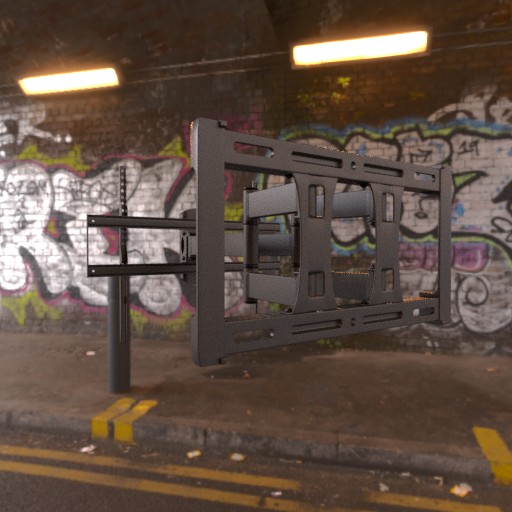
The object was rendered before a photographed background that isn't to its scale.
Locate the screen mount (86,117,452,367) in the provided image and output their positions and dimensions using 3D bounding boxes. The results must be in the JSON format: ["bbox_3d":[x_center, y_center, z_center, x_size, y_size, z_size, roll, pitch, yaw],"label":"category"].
[{"bbox_3d":[0.000,0.000,1.090,0.661,0.491,0.644,-1,1,-36],"label":"screen mount"}]
